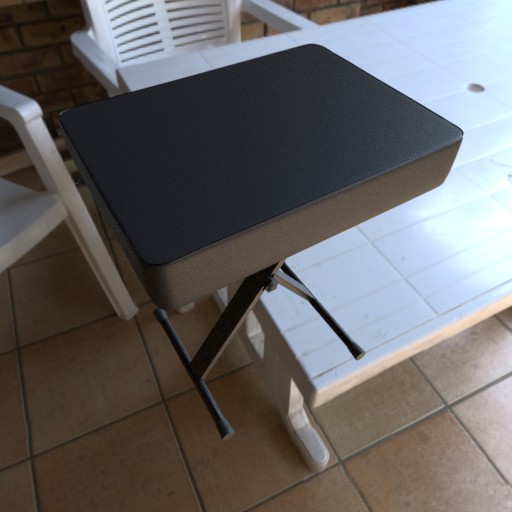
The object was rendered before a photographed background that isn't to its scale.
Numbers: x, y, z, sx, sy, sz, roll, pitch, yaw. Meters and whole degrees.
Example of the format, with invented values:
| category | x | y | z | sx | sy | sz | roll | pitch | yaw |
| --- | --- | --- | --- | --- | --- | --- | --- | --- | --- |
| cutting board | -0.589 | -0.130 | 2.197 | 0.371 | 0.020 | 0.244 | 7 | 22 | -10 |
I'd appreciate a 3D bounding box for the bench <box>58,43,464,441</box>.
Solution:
| category | x | y | z | sx | sy | sz | roll | pitch | yaw |
| --- | --- | --- | --- | --- | --- | --- | --- | --- | --- |
| bench | 0.000 | 0.000 | 0.743 | 0.424 | 0.500 | 0.321 | -24 | 52 | -20 |
